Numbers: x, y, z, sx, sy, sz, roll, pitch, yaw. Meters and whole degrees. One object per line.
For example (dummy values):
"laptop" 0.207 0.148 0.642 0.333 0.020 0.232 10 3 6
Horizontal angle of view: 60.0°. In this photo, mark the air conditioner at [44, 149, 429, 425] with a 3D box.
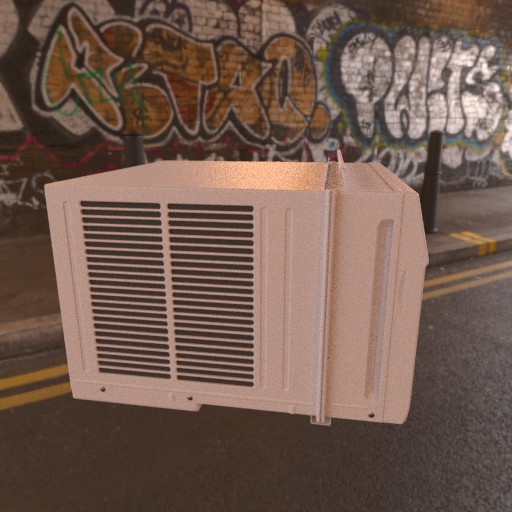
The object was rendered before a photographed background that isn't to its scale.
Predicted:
"air conditioner" 0.000 0.000 0.871 0.546 0.388 0.503 3 16 9
